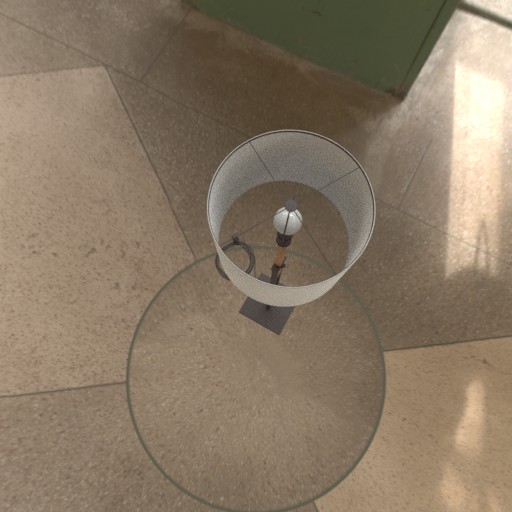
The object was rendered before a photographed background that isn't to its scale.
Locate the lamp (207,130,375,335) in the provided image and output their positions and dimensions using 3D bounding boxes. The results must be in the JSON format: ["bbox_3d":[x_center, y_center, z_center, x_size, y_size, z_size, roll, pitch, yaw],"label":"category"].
[{"bbox_3d":[0.000,0.000,1.886,0.639,1.650,0.474,29,77,7],"label":"lamp"}]
